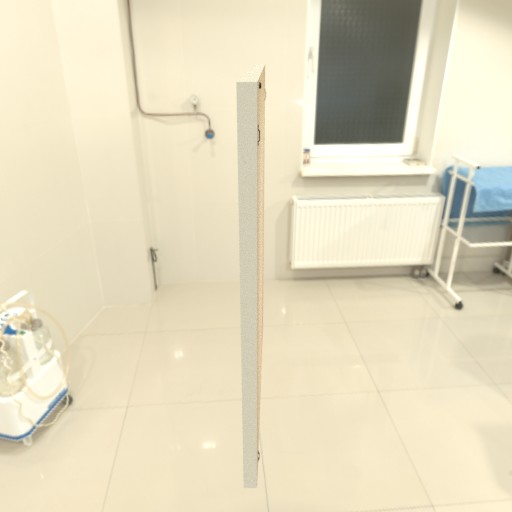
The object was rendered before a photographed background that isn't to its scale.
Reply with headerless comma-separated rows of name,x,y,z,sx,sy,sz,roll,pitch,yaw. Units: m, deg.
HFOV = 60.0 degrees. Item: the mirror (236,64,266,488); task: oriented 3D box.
mirror,0.000,0.000,1.314,0.041,1.016,0.762,1,25,2
